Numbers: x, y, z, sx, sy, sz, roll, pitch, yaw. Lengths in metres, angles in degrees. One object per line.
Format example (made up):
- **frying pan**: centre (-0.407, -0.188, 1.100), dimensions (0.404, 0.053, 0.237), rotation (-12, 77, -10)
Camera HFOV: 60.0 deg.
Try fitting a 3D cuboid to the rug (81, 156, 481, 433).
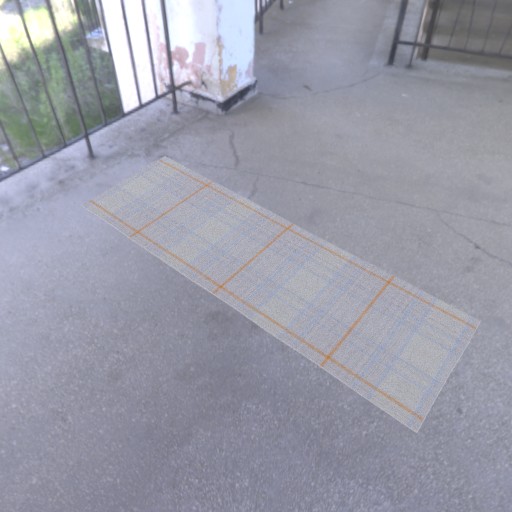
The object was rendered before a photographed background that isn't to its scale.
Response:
- **rug**: centre (0.000, 0.000, 2.671), dimensions (2.442, 0.016, 0.770), rotation (31, 53, 26)
